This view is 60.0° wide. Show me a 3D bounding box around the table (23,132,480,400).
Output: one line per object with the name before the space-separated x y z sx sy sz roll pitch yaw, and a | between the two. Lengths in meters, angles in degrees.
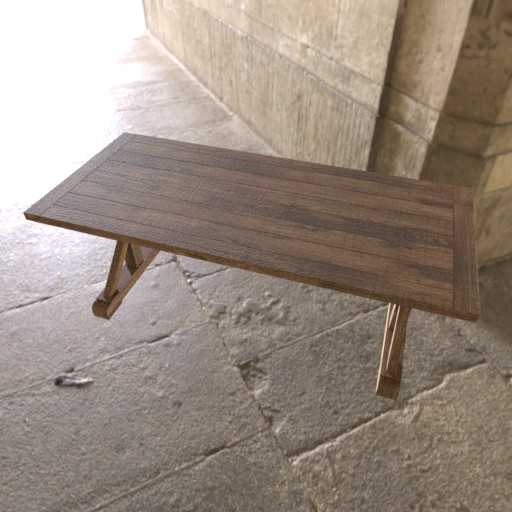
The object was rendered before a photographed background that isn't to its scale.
table | 0.000 0.000 2.425 2.031 0.733 0.907 12 42 14
